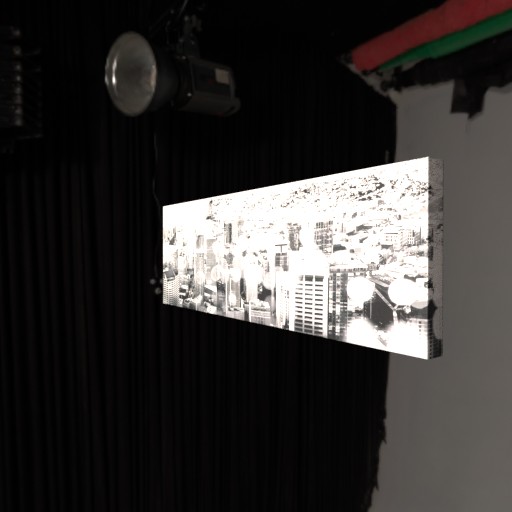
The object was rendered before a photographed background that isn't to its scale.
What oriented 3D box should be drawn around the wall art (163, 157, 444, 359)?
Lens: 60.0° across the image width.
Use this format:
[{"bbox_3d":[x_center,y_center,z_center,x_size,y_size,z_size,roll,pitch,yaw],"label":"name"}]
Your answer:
[{"bbox_3d":[0.000,0.000,0.871,0.038,0.255,0.763,0,1,-37],"label":"wall art"}]
